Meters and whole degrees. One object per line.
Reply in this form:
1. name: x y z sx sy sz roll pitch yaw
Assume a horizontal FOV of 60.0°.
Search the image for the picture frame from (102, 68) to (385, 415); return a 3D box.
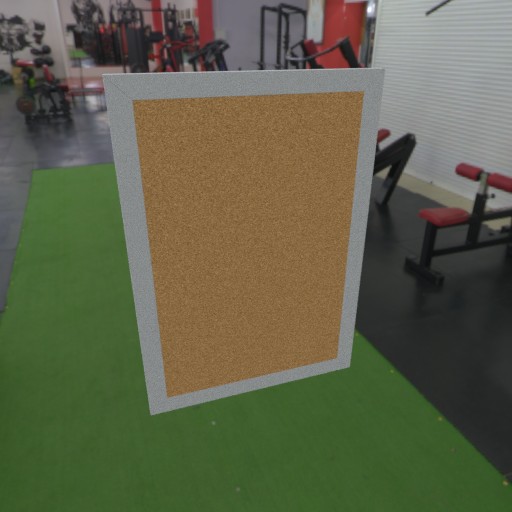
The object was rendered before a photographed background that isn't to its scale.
1. picture frame: 0.000 0.000 0.594 0.326 0.459 0.011 -9 27 -17
